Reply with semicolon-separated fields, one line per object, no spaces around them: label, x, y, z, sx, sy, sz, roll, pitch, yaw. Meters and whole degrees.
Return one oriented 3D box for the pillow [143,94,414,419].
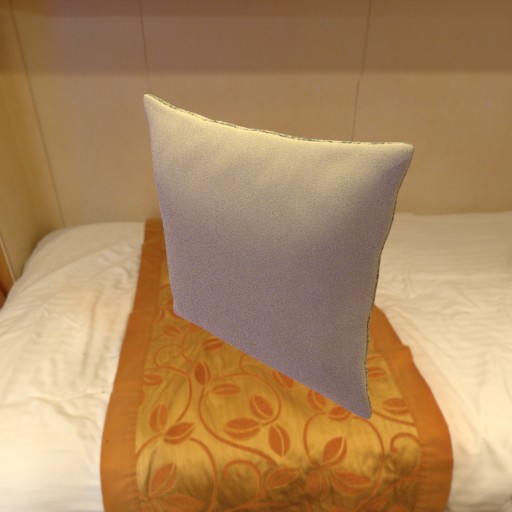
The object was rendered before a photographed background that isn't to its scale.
pillow;0.000;0.000;0.814;0.523;0.510;0.166;22;37;33
